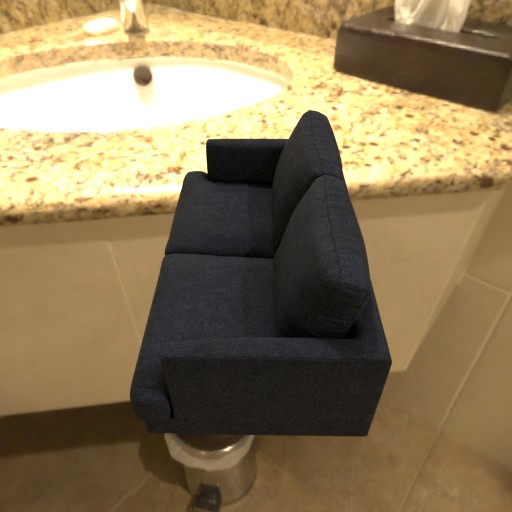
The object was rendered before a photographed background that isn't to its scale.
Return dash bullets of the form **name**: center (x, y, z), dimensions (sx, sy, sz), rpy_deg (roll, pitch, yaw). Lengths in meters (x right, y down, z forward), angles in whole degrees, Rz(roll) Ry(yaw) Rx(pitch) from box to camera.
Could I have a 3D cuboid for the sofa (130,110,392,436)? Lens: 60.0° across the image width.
- **sofa**: center (0.000, 0.000, 2.143), dimensions (0.903, 0.944, 1.582), rpy_deg (1, 41, 1)
